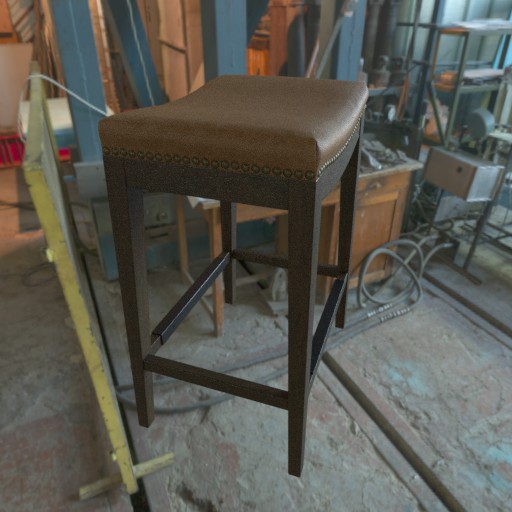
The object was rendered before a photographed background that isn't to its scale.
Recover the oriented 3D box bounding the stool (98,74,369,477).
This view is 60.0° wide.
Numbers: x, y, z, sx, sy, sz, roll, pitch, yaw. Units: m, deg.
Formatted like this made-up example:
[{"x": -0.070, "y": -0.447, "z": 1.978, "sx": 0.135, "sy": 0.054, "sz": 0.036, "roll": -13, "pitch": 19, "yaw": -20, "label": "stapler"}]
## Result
[{"x": 0.000, "y": 0.000, "z": 0.949, "sx": 0.361, "sy": 0.660, "sz": 0.500, "roll": 10, "pitch": 32, "yaw": 17, "label": "stool"}]
